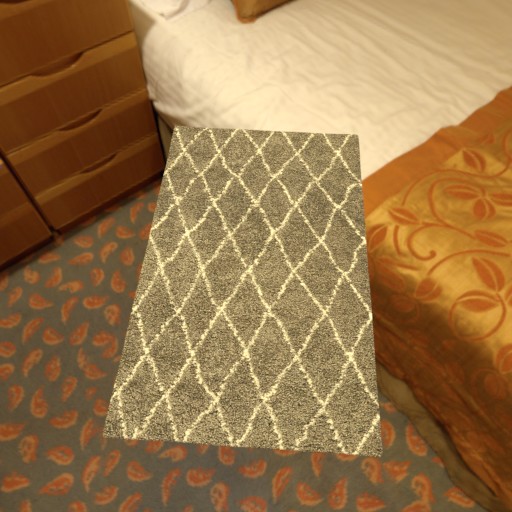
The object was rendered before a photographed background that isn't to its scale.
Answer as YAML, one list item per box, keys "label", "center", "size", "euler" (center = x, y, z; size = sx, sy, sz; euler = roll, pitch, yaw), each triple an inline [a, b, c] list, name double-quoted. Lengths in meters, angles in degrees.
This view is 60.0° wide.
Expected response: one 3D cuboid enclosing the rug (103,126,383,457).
- label: "rug"
  center: [0.000, 0.000, 3.036]
  size: [1.524, 0.030, 2.438]
  euler: [3, 58, 2]
